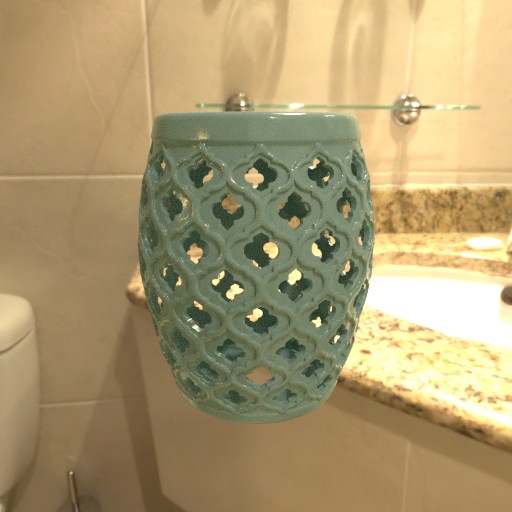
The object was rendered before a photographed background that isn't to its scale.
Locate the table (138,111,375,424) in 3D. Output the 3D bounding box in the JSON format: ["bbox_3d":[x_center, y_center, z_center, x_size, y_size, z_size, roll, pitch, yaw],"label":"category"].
[{"bbox_3d":[0.000,0.000,0.635,0.325,0.388,0.325,0,17,0],"label":"table"}]
